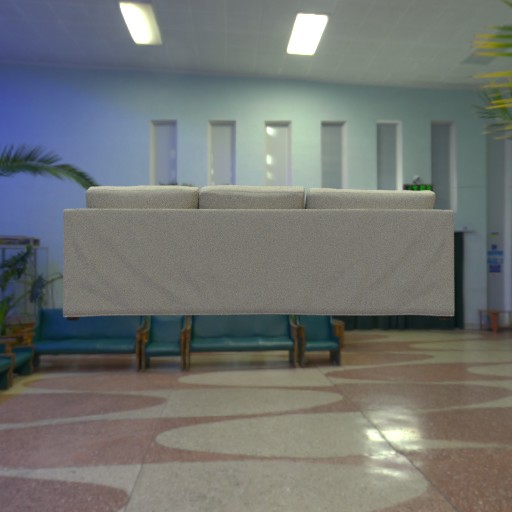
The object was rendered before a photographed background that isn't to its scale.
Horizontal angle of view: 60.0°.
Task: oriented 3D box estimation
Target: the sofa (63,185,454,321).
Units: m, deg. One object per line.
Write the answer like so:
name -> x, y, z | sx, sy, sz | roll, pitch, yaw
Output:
sofa -> 0.000, 0.000, 4.294 | 2.432, 0.871, 3.182 | 0, -1, -1
